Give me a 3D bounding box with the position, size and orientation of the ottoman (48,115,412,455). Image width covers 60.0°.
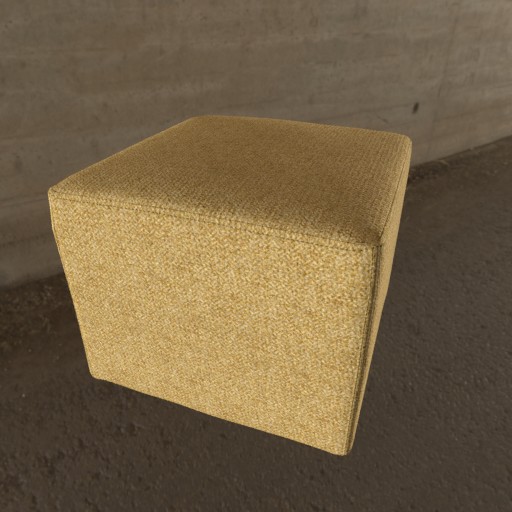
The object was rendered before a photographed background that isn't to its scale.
[{"bbox_3d":[0.000,0.000,0.876,0.505,0.441,0.512,11,32,18],"label":"ottoman"}]
